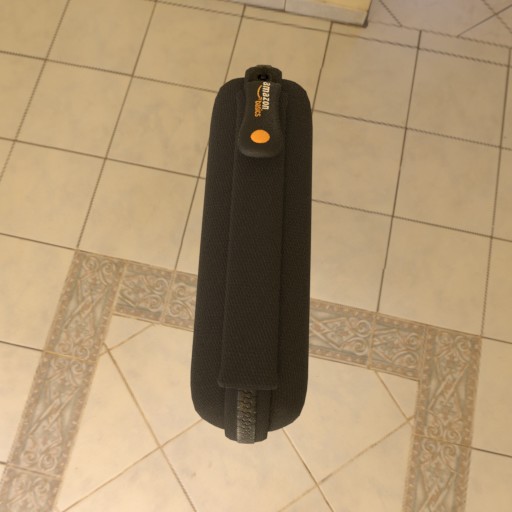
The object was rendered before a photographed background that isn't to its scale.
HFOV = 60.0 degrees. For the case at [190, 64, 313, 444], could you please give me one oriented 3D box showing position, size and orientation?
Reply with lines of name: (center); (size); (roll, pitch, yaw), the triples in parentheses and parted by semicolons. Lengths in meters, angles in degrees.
case: (0.000, 0.000, 0.176); (0.038, 0.105, 0.132); (3, 76, 1)
